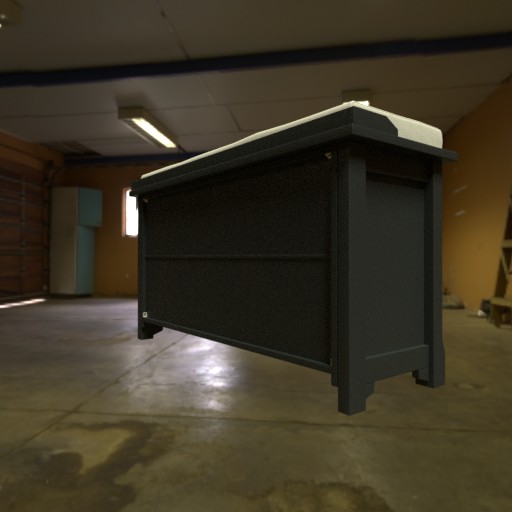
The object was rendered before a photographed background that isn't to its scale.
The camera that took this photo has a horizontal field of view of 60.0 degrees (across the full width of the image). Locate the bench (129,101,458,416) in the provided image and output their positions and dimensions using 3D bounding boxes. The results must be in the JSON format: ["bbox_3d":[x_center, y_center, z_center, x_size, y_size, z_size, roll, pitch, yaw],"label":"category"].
[{"bbox_3d":[0.000,0.000,1.230,0.345,0.561,0.973,0,0,-38],"label":"bench"}]
